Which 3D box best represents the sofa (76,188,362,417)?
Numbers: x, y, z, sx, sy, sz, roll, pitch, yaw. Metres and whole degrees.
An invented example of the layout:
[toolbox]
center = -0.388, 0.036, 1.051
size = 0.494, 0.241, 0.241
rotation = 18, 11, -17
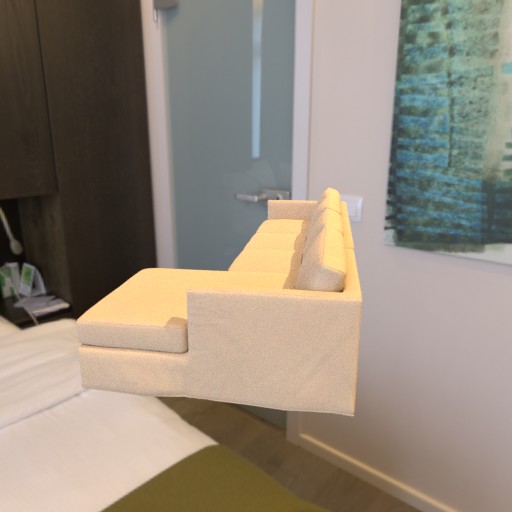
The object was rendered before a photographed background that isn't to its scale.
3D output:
[sofa]
center = 0.000, 0.000, 3.902
size = 1.622, 0.871, 3.206
rotation = 3, 16, 9
